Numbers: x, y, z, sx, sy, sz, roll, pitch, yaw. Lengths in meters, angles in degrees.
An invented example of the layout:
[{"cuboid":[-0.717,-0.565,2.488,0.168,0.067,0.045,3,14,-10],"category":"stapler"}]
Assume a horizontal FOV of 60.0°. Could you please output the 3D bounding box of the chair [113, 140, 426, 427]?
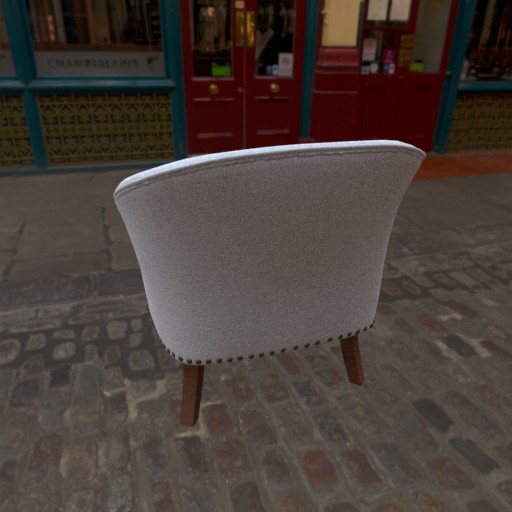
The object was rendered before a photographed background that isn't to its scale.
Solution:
[{"cuboid":[0.000,0.000,1.391,0.798,0.815,0.704,-8,26,-16],"category":"chair"}]
